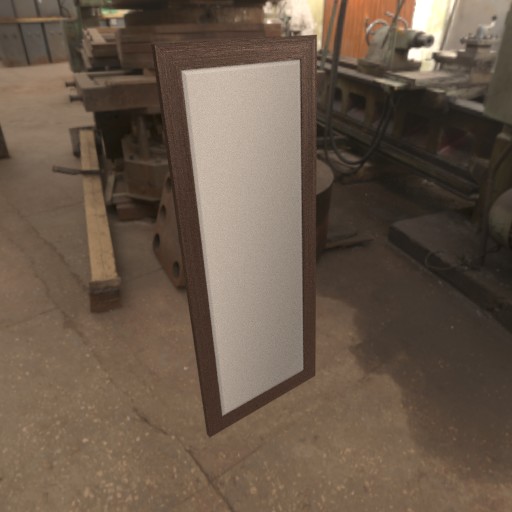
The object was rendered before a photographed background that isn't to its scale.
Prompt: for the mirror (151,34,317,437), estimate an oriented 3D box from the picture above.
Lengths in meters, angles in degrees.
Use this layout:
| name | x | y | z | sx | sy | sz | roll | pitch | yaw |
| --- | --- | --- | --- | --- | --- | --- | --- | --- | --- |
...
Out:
| name | x | y | z | sx | sy | sz | roll | pitch | yaw |
| --- | --- | --- | --- | --- | --- | --- | --- | --- | --- |
| mirror | 0.000 | 0.000 | 2.300 | 0.812 | 2.020 | 0.221 | -20 | 36 | -30 |
